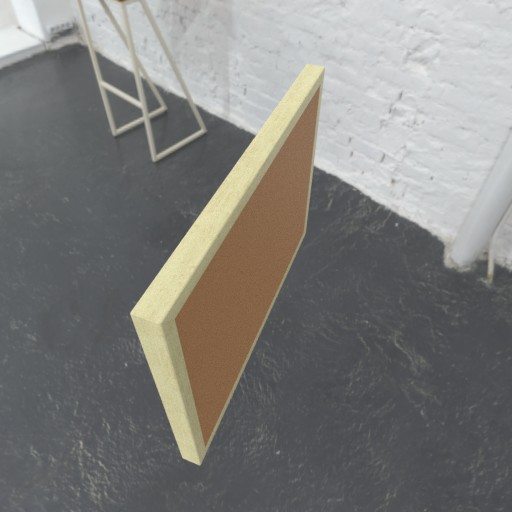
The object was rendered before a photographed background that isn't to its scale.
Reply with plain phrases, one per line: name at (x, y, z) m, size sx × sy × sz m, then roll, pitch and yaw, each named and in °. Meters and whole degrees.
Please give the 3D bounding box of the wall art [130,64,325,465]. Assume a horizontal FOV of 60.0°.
wall art at (0.000, 0.000, 0.697) m, size 0.032 × 0.381 × 0.533 m, roll 16°, pitch 50°, yaw 14°
